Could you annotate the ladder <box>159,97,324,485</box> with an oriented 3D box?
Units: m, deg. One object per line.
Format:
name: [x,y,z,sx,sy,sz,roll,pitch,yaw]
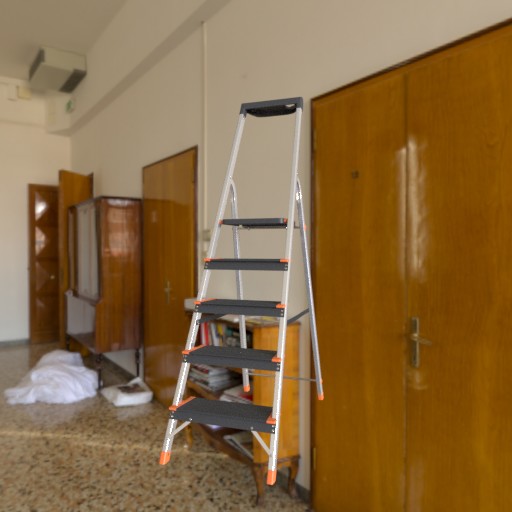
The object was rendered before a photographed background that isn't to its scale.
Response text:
ladder: [0.000,0.000,2.142,0.480,1.646,0.995,0,1,19]
